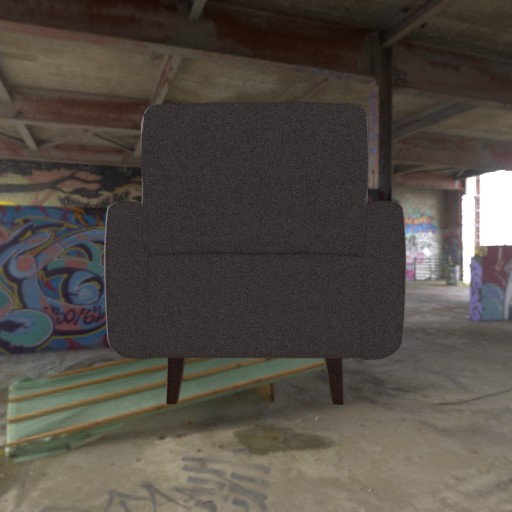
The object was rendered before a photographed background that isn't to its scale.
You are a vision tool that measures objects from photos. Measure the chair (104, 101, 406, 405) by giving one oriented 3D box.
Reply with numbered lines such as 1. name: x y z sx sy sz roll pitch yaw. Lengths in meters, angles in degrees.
1. chair: 0.000 0.000 1.587 0.831 0.839 0.907 0 0 0
